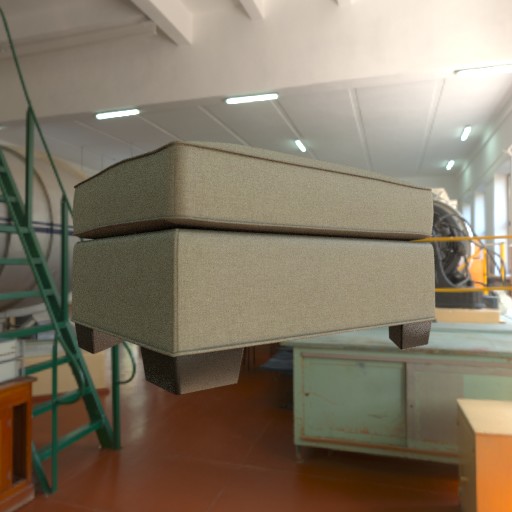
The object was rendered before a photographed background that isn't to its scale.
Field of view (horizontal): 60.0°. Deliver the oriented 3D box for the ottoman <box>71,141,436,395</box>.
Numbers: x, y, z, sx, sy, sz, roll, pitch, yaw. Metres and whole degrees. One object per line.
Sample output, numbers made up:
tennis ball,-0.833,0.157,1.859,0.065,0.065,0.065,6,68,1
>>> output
ottoman,0.000,0.000,1.250,0.843,0.504,0.619,1,-1,-38
